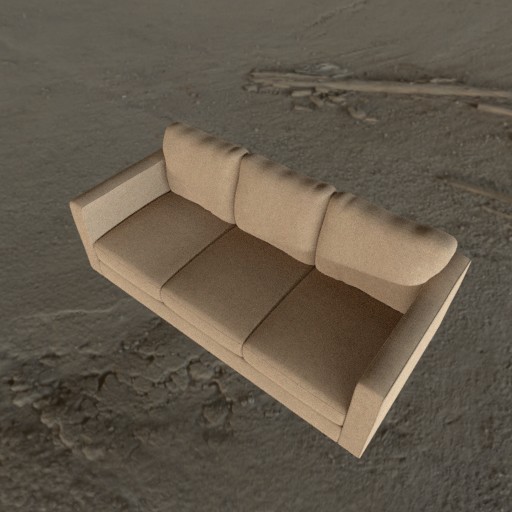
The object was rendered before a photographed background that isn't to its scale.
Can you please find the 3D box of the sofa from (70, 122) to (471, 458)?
[{"bbox_3d":[0.000,0.000,2.348,1.855,0.800,0.930,29,52,26],"label":"sofa"}]
